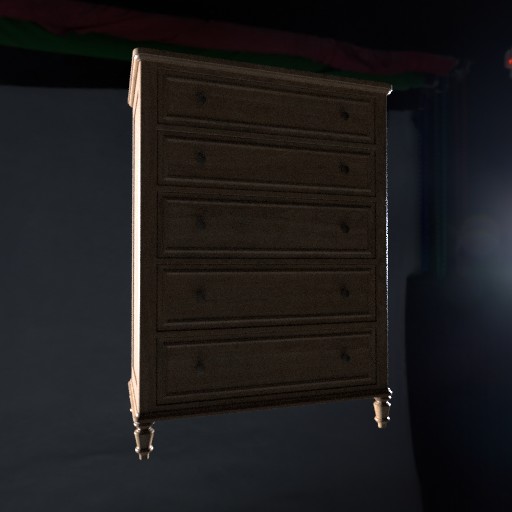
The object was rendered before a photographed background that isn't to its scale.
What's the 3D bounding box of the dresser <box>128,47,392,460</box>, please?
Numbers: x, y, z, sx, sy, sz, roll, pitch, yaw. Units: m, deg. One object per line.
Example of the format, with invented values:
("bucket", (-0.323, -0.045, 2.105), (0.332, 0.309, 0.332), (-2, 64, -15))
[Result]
("dresser", (0.000, 0.000, 1.773), (0.973, 1.318, 0.484), (0, -1, -18))
